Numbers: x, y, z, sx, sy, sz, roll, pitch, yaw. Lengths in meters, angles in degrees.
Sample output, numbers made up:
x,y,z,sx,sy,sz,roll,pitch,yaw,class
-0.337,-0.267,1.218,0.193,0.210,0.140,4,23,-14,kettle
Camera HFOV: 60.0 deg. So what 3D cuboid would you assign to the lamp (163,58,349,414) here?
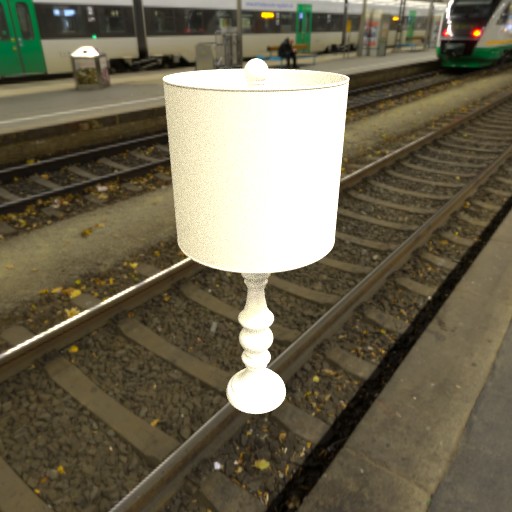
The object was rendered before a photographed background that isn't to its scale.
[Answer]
x,y,z,sx,sy,sz,roll,pitch,yaw,class
0.000,0.000,0.733,0.250,0.597,0.250,8,29,15,lamp
